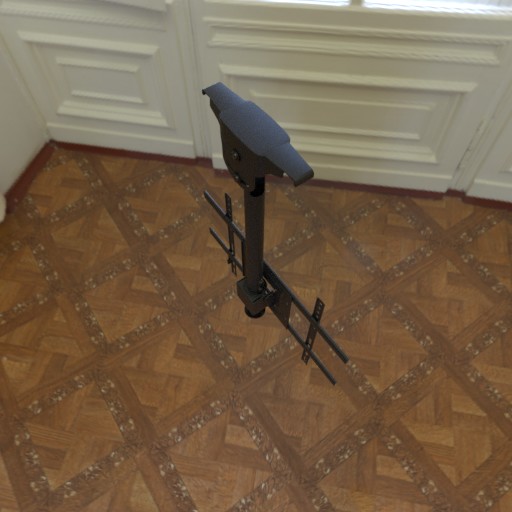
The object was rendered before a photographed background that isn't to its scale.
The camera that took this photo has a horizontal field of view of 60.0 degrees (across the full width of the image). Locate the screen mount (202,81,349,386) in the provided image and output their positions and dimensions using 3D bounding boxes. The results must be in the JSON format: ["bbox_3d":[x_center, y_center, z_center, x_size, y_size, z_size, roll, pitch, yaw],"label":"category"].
[{"bbox_3d":[0.000,0.000,1.027,0.090,0.775,0.595,-31,63,-18],"label":"screen mount"}]
